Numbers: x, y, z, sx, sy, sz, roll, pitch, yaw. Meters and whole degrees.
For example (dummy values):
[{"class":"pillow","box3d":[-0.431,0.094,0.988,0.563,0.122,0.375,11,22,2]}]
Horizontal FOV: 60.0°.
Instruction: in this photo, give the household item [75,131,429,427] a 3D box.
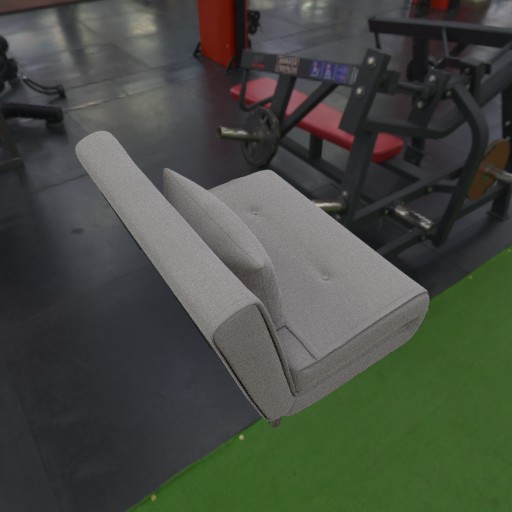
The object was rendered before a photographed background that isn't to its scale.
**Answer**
[{"class":"household item","box3d":[0.000,0.000,1.660,0.874,0.800,1.000,-24,48,-24]}]
